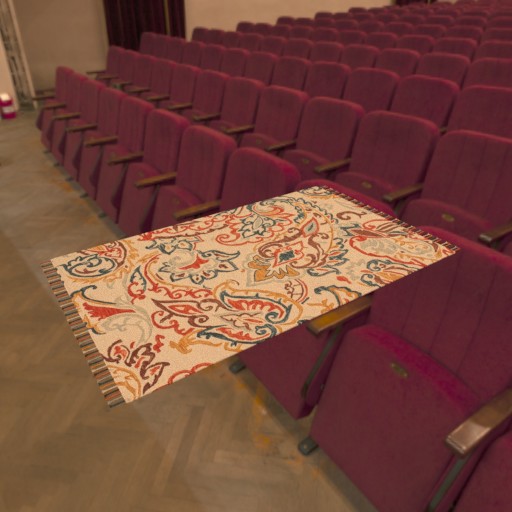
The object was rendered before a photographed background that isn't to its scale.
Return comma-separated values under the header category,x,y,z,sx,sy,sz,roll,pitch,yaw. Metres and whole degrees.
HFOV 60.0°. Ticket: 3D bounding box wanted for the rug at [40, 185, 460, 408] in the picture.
category,x,y,z,sx,sy,sz,roll,pitch,yaw
rug,0.000,0.000,3.140,2.584,0.010,1.523,-19,36,-29
